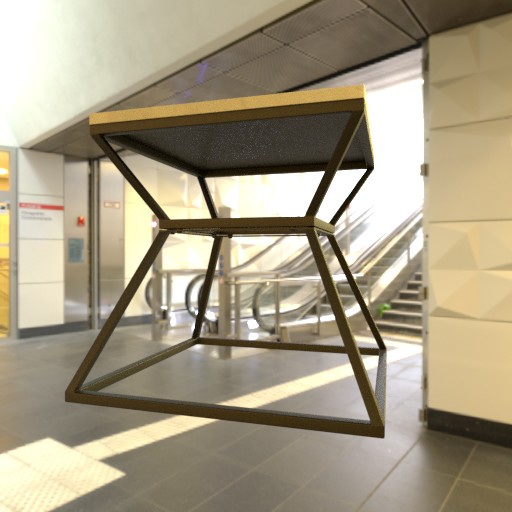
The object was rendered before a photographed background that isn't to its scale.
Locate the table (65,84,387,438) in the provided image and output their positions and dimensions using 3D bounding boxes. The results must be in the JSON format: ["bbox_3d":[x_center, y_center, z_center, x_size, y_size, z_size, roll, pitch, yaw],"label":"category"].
[{"bbox_3d":[0.000,0.000,0.806,0.455,0.431,0.455,0,0,17],"label":"table"}]
